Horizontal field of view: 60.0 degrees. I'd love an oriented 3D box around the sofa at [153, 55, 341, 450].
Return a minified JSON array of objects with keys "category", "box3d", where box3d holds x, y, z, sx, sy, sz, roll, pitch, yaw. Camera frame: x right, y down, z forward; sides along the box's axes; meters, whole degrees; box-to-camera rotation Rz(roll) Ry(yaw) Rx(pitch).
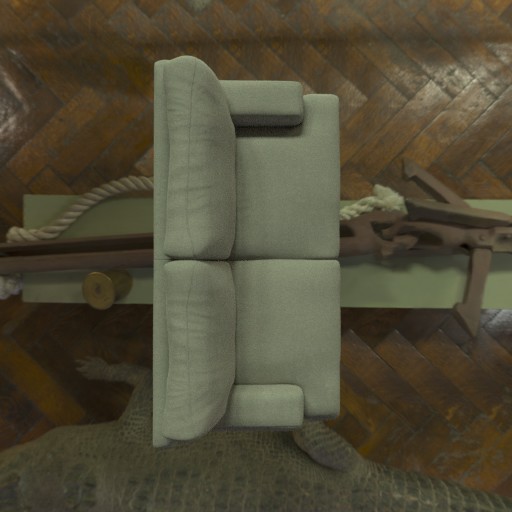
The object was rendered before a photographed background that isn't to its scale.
[{"category":"sofa","box3d":[0.000,0.000,2.380,0.962,0.980,1.855,0,89,0]}]
